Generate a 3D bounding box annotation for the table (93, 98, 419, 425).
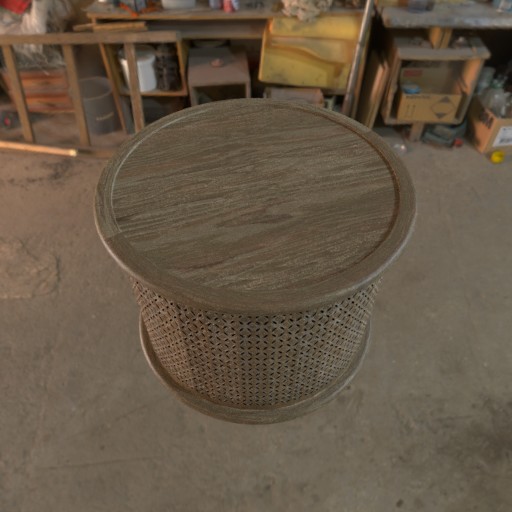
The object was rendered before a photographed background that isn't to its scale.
[{"bbox_3d":[0.000,0.000,1.011,0.607,0.450,0.607,0,48,0],"label":"table"}]
